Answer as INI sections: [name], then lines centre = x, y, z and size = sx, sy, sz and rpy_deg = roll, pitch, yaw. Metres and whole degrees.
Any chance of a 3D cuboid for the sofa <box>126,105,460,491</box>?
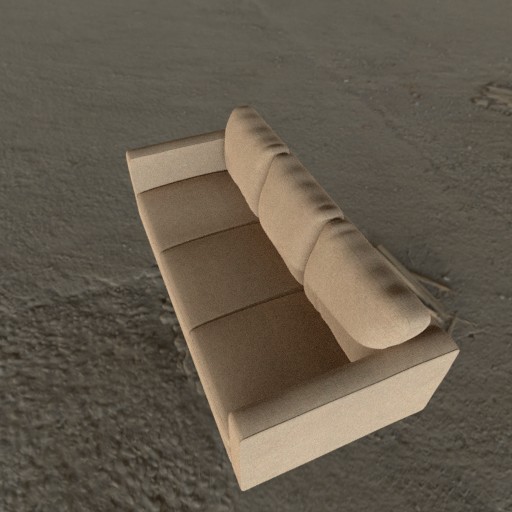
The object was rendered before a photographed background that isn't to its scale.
[sofa]
centre = 0.000, 0.000, 2.288
size = 0.930, 0.800, 1.855
rpy_deg = -17, 49, -16
